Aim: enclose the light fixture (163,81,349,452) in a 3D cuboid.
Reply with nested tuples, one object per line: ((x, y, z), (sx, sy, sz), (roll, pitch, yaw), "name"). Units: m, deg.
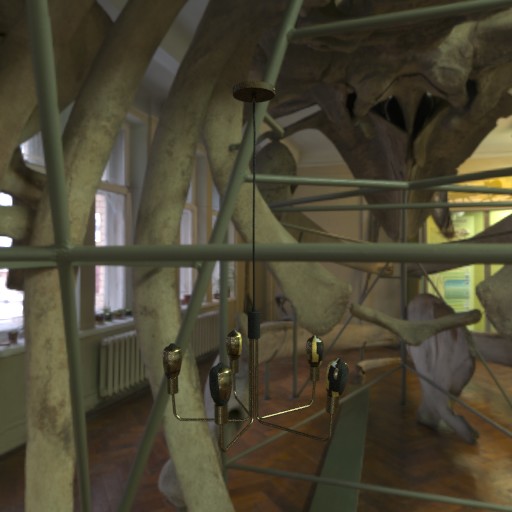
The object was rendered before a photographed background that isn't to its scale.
((0.000, 0.000, 1.380), (0.588, 1.059, 0.532), (0, 0, 19), "light fixture")
